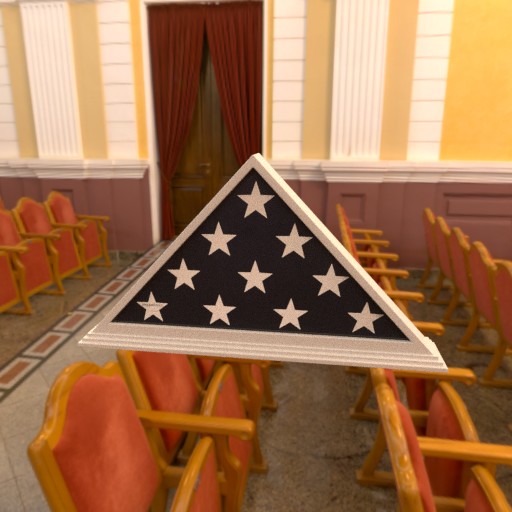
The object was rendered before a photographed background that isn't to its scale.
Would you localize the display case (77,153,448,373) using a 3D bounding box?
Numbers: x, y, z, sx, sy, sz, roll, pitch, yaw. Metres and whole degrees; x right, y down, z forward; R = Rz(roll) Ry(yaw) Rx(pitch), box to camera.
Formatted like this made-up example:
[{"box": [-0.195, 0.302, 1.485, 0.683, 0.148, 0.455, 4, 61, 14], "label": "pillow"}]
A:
[{"box": [0.000, 0.000, 0.758, 0.640, 0.340, 0.095, 2, 16, 8], "label": "display case"}]
